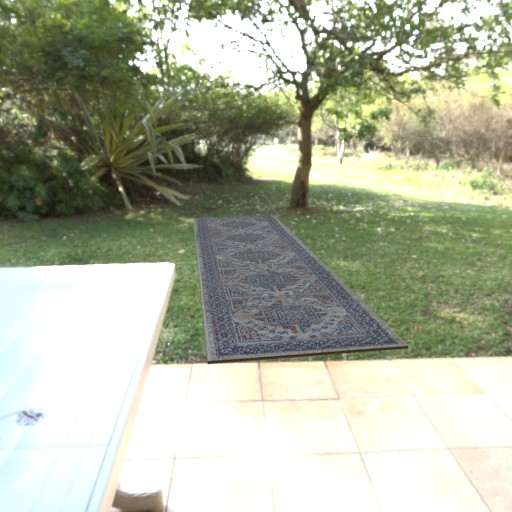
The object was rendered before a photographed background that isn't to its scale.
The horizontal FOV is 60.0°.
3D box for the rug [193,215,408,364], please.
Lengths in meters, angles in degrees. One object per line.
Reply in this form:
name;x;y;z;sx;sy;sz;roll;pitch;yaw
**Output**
rug;0.000;0.000;2.500;0.661;0.013;2.297;-2;16;-8
